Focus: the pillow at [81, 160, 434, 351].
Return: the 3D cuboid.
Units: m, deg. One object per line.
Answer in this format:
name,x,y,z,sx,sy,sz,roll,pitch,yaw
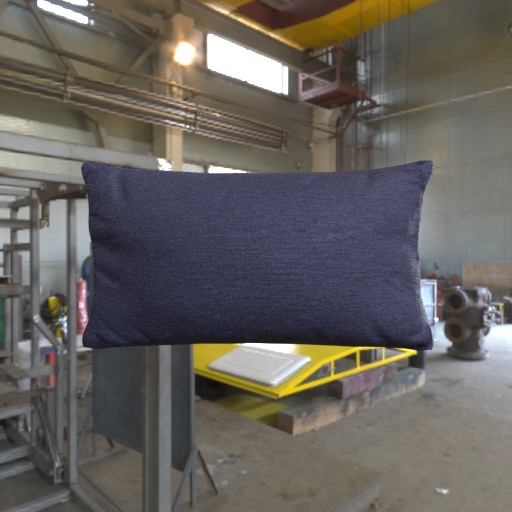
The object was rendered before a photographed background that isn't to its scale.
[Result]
pillow,0.000,0.000,0.788,0.633,0.338,0.210,0,1,1
